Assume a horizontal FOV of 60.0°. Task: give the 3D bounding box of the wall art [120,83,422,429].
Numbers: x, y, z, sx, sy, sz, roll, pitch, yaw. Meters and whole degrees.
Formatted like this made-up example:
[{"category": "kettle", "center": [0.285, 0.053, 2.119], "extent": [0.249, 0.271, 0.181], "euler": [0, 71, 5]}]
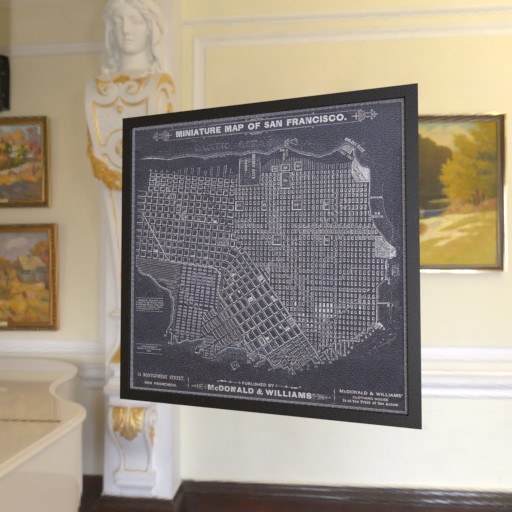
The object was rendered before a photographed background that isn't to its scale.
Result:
[{"category": "wall art", "center": [0.000, 0.000, 1.164], "extent": [0.807, 0.807, 0.022], "euler": [-1, -2, 18]}]
